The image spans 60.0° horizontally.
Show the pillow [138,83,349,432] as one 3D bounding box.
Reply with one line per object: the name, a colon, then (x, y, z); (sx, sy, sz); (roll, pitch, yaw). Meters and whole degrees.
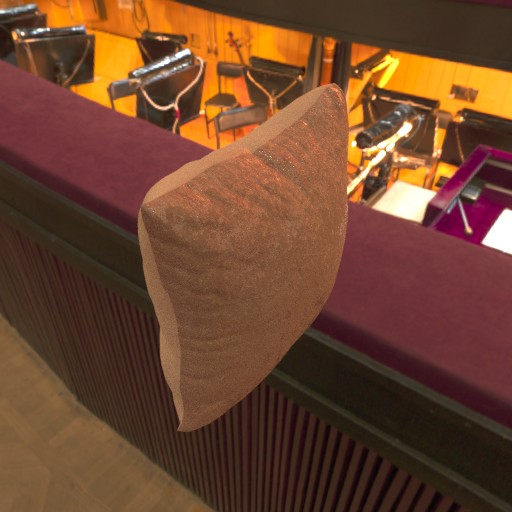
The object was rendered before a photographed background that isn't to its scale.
pillow: (0.000, 0.000, 0.732); (0.245, 0.448, 0.450); (25, 46, 27)
